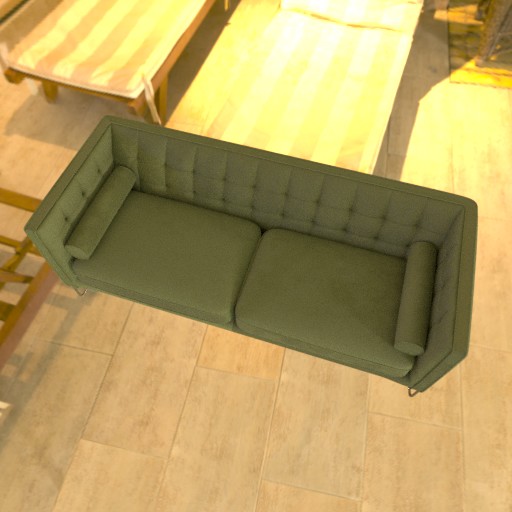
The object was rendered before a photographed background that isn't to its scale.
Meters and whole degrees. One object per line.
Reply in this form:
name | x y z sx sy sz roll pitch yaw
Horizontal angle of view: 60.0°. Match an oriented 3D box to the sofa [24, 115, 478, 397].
sofa | 0.000 0.000 2.463 2.087 0.789 0.867 15 60 9
